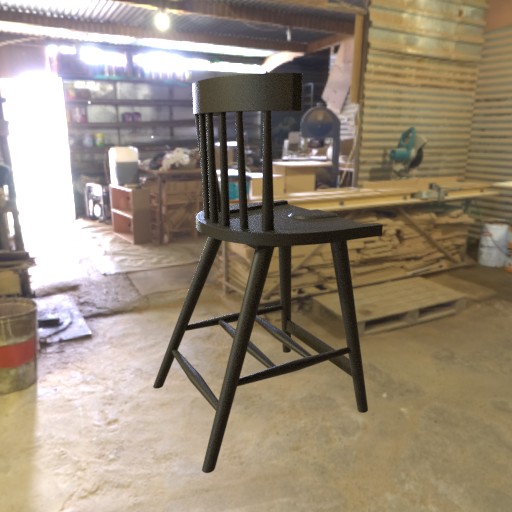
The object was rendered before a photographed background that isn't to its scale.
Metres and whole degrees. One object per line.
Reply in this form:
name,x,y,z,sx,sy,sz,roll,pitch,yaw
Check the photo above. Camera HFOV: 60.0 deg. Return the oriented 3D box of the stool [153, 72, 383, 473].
stool,0.000,0.000,1.304,0.549,0.953,0.494,-9,18,-28
